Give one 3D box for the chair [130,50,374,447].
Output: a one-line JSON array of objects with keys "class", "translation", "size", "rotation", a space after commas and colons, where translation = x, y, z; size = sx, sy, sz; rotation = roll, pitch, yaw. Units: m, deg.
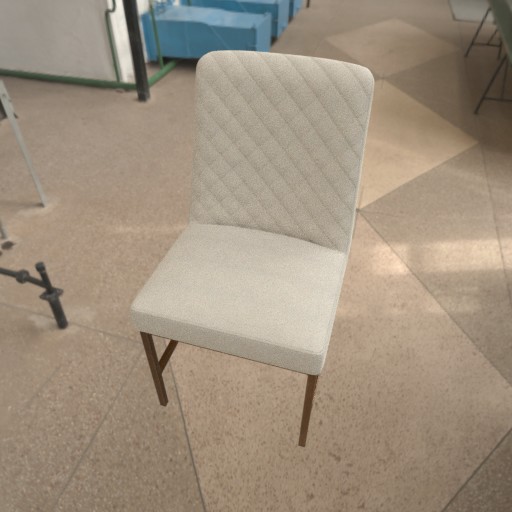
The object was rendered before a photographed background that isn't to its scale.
[{"class": "chair", "translation": [0.000, 0.000, 1.265], "size": [0.503, 0.933, 0.597], "rotation": [11, 43, 12]}]
